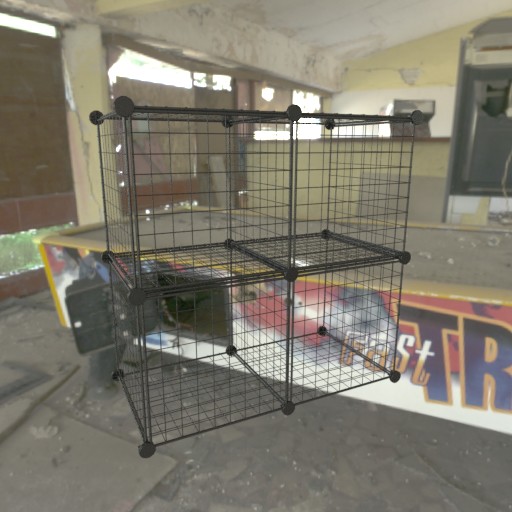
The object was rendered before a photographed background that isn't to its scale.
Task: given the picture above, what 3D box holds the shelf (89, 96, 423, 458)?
[{"bbox_3d":[0.000,0.000,1.136,0.711,0.711,0.356,-7,15,-26],"label":"shelf"}]
